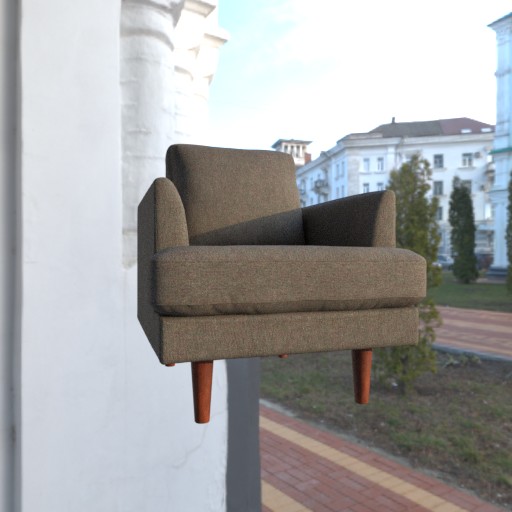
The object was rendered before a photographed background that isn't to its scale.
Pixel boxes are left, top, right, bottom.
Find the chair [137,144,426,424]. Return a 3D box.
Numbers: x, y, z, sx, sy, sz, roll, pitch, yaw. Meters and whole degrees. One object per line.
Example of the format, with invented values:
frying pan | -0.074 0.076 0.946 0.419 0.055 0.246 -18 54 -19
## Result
chair | 0.000 0.000 1.665 0.858 0.957 0.899 0 0 -19
